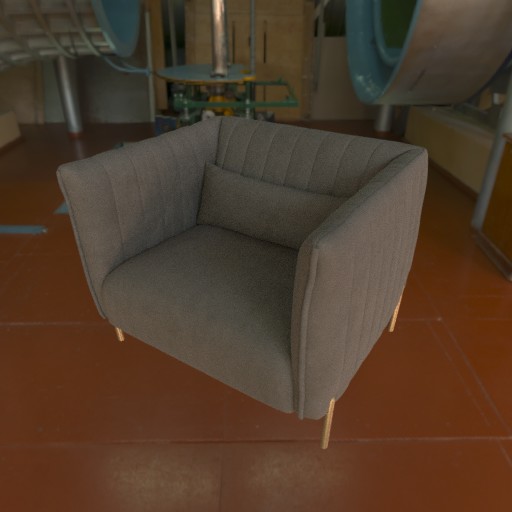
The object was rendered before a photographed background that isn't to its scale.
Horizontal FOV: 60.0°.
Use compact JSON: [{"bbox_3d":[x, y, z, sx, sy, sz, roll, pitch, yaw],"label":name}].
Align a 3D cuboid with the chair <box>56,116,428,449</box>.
[{"bbox_3d":[0.000,0.000,1.627,0.981,0.779,0.873,18,35,28],"label":"chair"}]
